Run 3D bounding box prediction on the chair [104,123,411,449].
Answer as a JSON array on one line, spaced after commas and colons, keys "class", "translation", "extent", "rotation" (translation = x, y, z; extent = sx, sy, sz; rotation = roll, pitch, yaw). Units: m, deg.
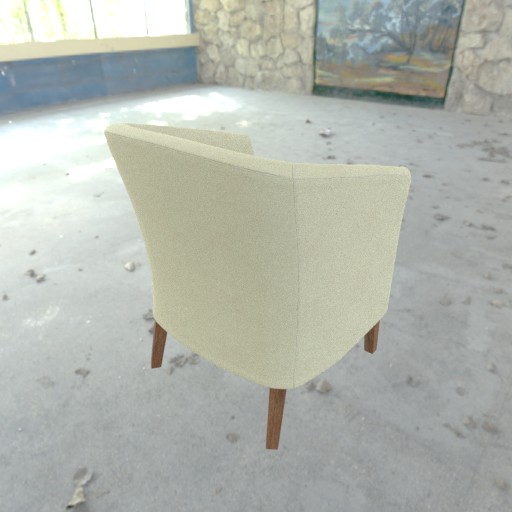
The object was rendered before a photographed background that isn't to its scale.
[{"class": "chair", "translation": [0.000, 0.000, 1.323], "extent": [0.643, 0.822, 0.657], "rotation": [22, 36, 34]}]
